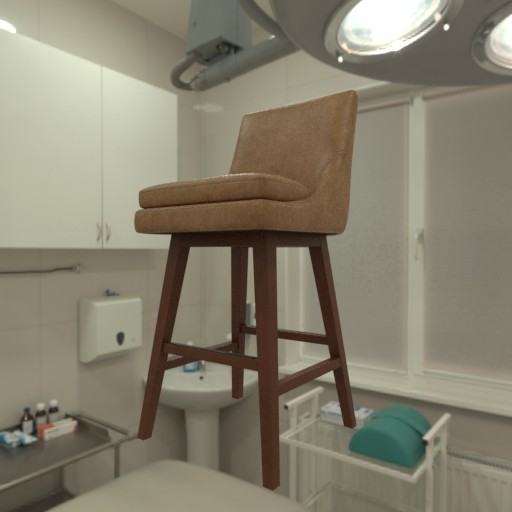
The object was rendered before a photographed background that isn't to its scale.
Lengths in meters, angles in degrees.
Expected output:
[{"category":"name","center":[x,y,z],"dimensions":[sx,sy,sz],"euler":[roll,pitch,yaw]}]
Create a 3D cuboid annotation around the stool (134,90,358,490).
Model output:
[{"category":"stool","center":[0.000,0.000,1.375],"dimensions":[0.487,1.079,0.572],"euler":[1,1,36]}]
